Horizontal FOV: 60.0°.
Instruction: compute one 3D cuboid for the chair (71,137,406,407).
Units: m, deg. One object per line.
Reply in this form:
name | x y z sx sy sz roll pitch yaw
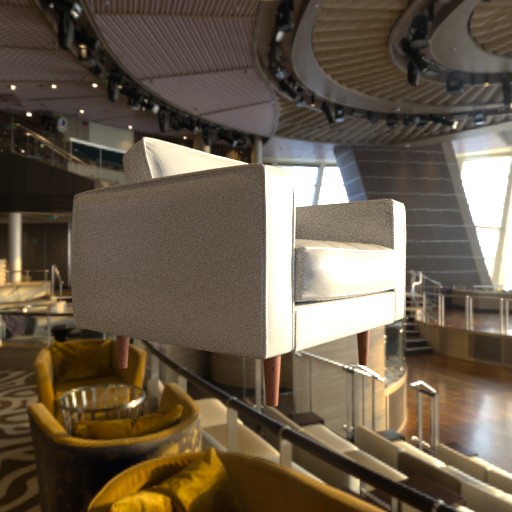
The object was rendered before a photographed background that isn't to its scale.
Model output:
chair | 0.000 0.000 1.529 0.843 0.773 0.928 0 -1 38
